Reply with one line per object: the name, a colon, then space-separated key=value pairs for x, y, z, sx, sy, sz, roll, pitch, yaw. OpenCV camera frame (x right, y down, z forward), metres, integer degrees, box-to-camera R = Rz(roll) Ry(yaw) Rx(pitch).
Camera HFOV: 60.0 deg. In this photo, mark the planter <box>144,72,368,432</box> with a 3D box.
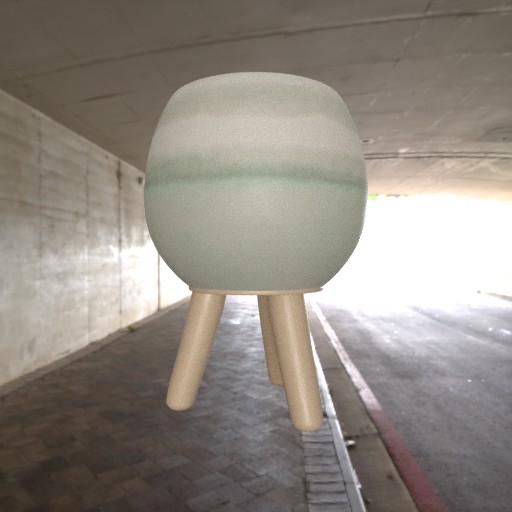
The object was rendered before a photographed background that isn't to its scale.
planter: x=0.000 y=0.000 z=0.329 sx=0.161 sy=0.224 sz=0.161 roll=0 pitch=0 yaw=0
